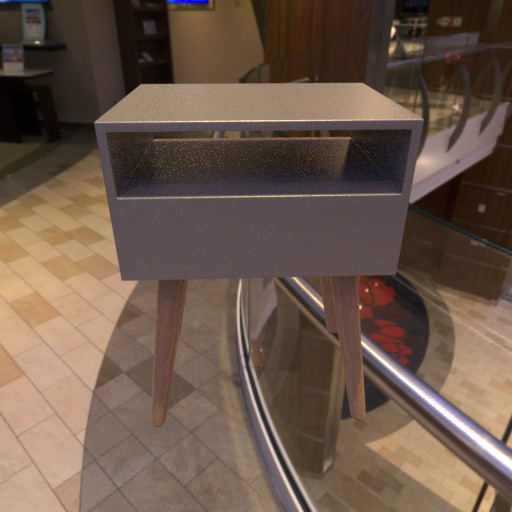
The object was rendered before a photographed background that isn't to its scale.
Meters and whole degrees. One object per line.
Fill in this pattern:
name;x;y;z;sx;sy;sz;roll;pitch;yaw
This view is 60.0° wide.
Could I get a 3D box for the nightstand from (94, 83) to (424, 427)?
nightstand;0.000;0.000;0.744;0.370;0.508;0.288;-1;29;-2
